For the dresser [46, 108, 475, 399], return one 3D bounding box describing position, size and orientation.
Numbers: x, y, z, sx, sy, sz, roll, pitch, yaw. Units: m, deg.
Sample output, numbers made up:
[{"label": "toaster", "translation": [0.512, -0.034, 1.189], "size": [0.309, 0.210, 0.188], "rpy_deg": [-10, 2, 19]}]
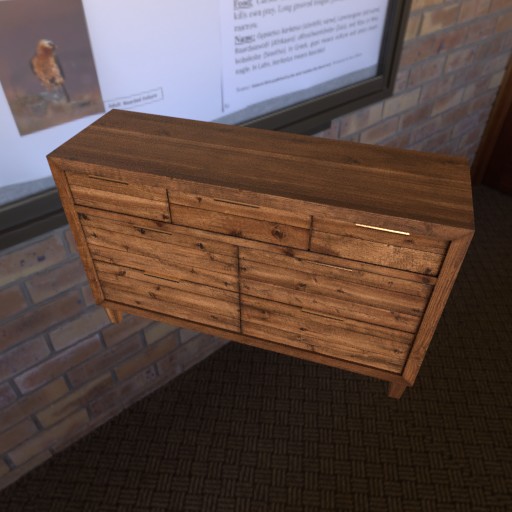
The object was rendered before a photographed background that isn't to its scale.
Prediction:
[{"label": "dresser", "translation": [0.000, 0.000, 1.810], "size": [1.387, 0.892, 0.438], "rpy_deg": [12, 42, 13]}]
